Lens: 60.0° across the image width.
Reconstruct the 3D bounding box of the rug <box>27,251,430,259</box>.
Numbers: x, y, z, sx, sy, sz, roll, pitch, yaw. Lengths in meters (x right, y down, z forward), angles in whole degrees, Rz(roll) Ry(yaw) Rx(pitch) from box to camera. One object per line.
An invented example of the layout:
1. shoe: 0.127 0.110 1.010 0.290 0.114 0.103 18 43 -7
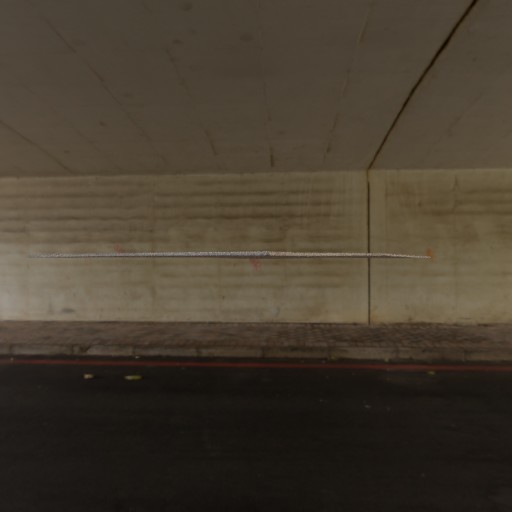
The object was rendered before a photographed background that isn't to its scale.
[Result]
1. rug: 0.000 0.000 5.049 2.873 0.053 3.778 0 -1 36
